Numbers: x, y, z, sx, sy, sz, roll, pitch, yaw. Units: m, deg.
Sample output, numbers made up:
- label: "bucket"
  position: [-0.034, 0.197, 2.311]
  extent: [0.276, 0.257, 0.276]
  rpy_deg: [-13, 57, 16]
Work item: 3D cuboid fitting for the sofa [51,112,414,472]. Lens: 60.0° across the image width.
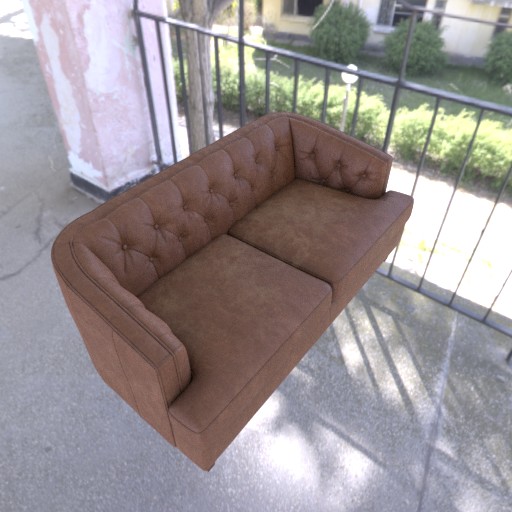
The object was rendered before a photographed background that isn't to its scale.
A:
- label: "sofa"
  position: [0.000, 0.000, 2.203]
  extent: [0.914, 0.786, 1.755]
  rpy_deg: [27, 48, 27]
